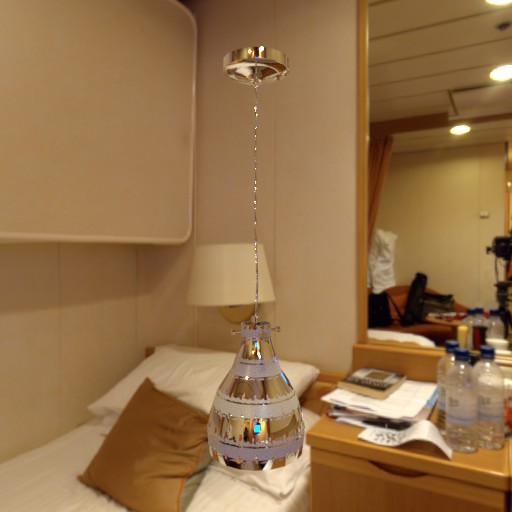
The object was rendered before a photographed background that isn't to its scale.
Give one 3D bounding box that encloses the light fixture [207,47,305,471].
[{"bbox_3d":[0.000,0.000,1.675,0.374,1.457,0.374,0,1,-18],"label":"light fixture"}]
